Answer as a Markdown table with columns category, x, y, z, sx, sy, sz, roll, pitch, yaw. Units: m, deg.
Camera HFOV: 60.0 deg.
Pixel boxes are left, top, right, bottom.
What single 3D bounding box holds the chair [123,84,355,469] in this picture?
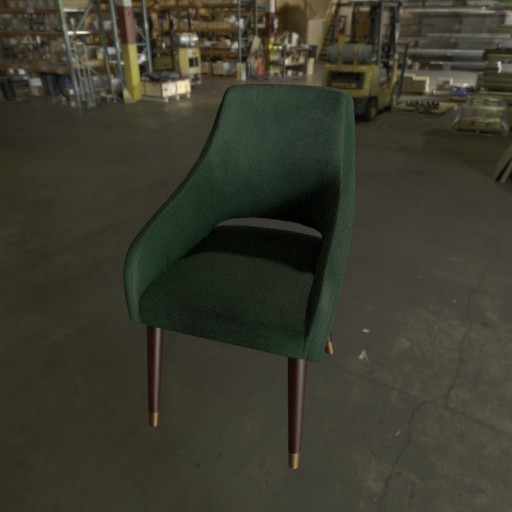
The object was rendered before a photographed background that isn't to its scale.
| category | x | y | z | sx | sy | sz | roll | pitch | yaw |
| --- | --- | --- | --- | --- | --- | --- | --- | --- | --- |
| chair | 0.000 | 0.000 | 1.599 | 0.683 | 1.081 | 0.794 | 9 | 29 | 17 |
